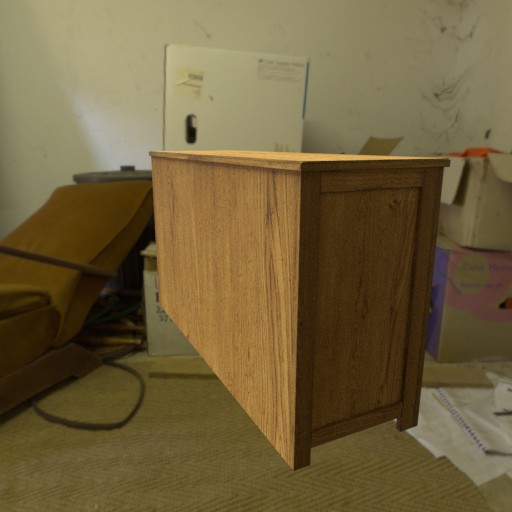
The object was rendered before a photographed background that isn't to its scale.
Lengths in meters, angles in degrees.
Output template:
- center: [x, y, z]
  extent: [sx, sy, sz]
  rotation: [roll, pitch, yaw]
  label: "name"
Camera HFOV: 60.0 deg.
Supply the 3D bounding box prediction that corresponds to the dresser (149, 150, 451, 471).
- center: [0.000, 0.000, 2.068]
  extent: [0.563, 0.932, 1.657]
  rotation: [-7, 16, -25]
  label: "dresser"
